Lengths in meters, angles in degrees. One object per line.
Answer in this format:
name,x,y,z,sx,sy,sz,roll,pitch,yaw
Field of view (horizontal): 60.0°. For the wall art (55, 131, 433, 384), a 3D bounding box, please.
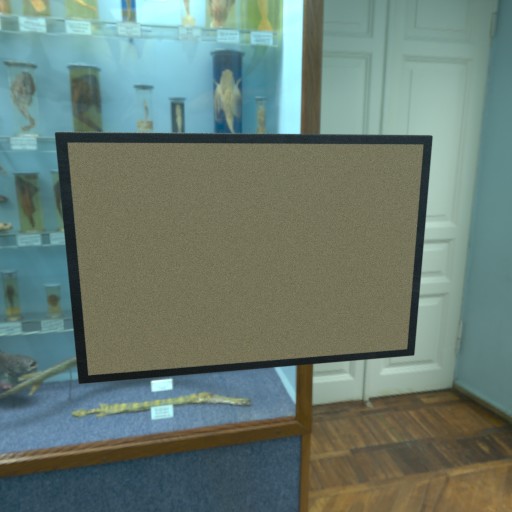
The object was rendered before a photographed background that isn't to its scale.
wall art,0.000,0.000,0.767,0.610,0.409,0.038,-2,13,-10
